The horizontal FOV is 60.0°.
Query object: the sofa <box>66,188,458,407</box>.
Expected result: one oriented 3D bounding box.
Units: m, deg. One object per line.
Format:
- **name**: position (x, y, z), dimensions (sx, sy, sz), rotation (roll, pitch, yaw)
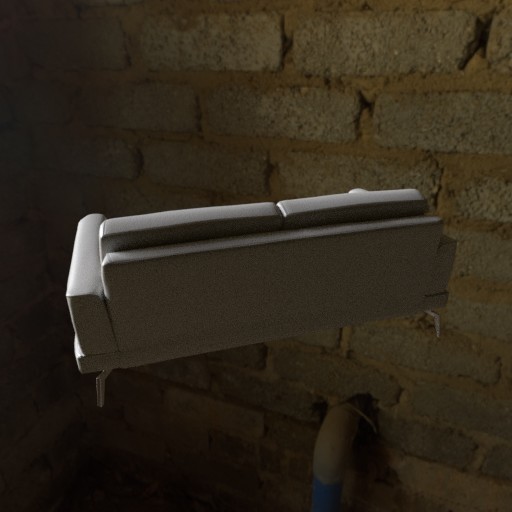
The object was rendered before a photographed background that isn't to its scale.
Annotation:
- **sofa**: position (0.000, 0.000, 2.782), dimensions (2.177, 0.930, 1.121), rotation (-7, 27, -15)
